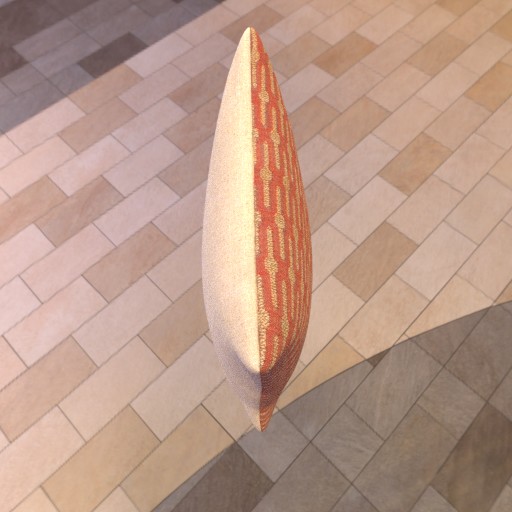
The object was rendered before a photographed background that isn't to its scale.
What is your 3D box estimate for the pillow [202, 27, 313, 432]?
[{"bbox_3d":[0.000,0.000,0.755,0.182,0.503,0.511,-1,63,-1],"label":"pillow"}]
